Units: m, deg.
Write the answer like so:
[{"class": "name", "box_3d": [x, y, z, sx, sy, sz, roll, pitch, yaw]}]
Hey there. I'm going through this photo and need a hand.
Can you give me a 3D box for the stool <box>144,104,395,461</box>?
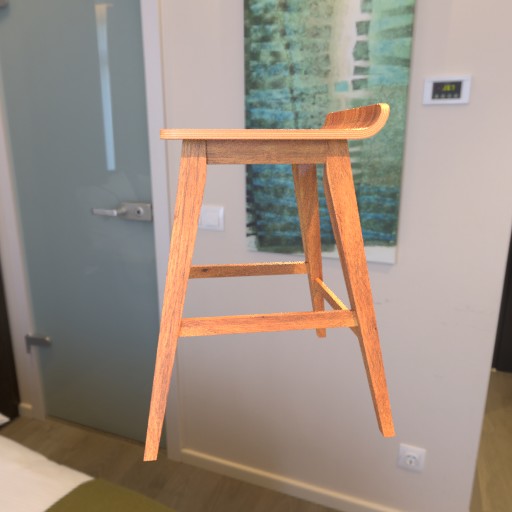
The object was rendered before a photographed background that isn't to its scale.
[{"class": "stool", "box_3d": [0.000, 0.000, 1.026, 0.500, 0.650, 0.500, -2, 15, -8]}]
